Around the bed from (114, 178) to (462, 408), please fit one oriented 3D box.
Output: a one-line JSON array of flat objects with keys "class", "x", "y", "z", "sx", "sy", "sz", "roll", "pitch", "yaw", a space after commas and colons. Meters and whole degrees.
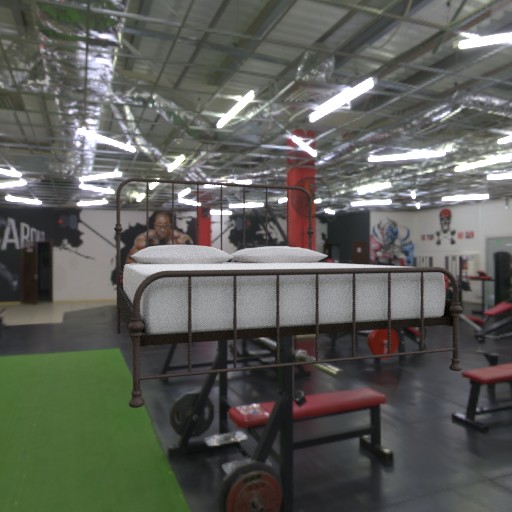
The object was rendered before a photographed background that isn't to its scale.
[{"class": "bed", "x": 0.000, "y": 0.000, "z": 3.457, "sx": 2.044, "sy": 1.446, "sz": 2.134, "roll": 0, "pitch": 1, "yaw": -20}]
